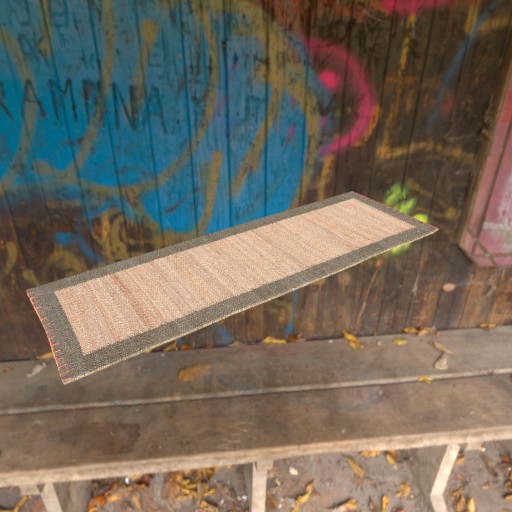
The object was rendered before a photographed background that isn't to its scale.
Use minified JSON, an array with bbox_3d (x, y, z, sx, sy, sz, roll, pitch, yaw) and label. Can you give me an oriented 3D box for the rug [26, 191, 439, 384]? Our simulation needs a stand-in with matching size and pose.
[{"bbox_3d":[0.000,0.000,2.646,2.413,0.016,0.810,-19,35,-29],"label":"rug"}]
